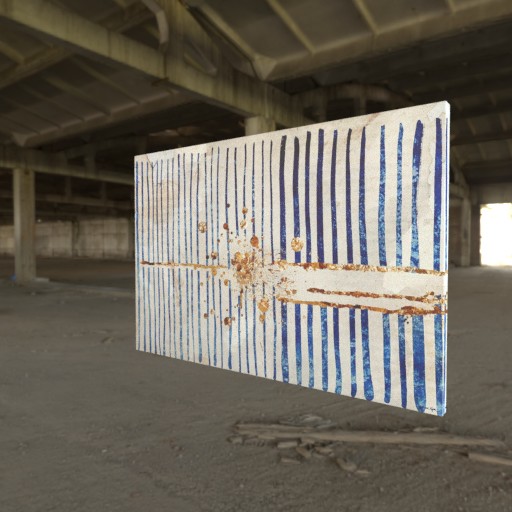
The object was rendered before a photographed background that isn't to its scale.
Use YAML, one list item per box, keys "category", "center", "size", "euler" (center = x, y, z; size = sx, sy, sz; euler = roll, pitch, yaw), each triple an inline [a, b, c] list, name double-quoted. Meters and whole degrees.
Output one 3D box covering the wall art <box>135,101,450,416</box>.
- category: "wall art"
  center: [0.000, 0.000, 1.413]
  size: [1.143, 0.757, 0.038]
  euler: [1, 2, 36]
